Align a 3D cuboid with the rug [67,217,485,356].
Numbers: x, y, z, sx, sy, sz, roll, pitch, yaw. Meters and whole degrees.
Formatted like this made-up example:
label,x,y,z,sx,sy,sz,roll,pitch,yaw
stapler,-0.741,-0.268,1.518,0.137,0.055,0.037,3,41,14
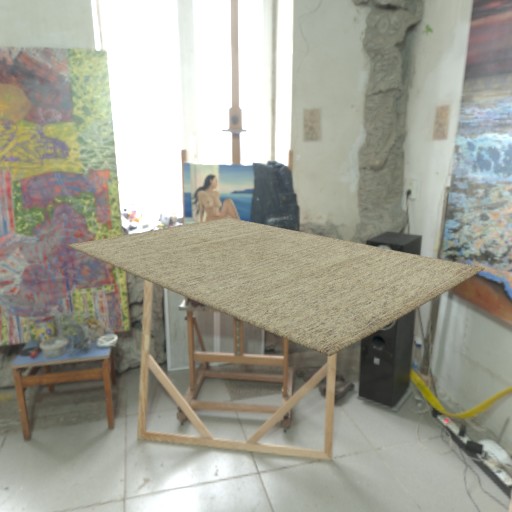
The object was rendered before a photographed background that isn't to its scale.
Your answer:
label,x,y,z,sx,sy,sz,roll,pitch,yaw
rug,0.000,0.000,2.290,1.211,0.018,1.822,-15,21,-43
